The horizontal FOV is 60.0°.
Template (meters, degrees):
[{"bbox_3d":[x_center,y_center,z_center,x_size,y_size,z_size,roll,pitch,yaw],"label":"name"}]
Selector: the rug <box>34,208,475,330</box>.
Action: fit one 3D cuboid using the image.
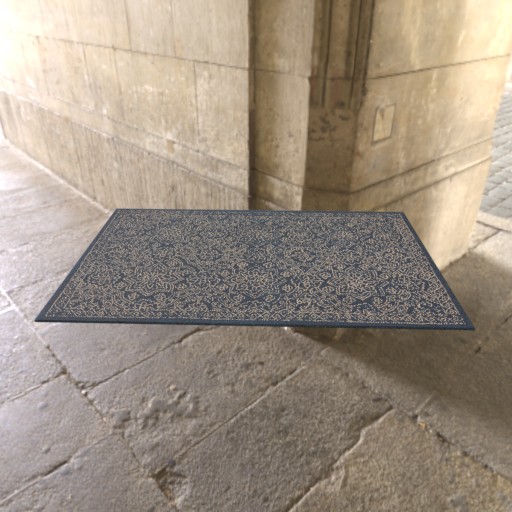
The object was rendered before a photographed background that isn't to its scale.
[{"bbox_3d":[0.000,0.000,3.105,2.441,0.015,1.526,1,30,1],"label":"rug"}]
